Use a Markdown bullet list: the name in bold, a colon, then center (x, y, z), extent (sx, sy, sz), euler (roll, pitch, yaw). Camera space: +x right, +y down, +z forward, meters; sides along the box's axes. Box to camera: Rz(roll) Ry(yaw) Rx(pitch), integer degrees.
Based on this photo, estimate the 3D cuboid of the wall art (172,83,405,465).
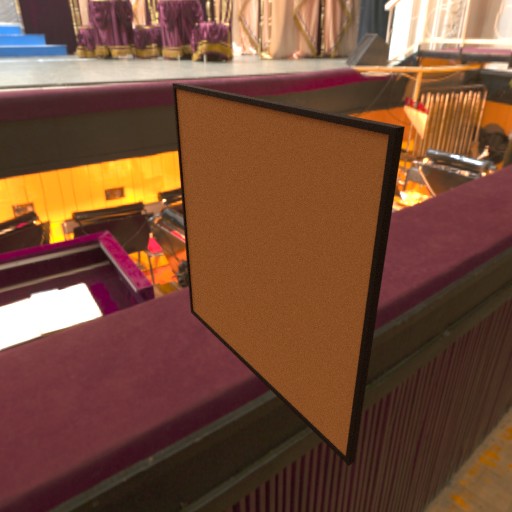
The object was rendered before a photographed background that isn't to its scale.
- **wall art**: center (0.000, 0.000, 0.677), extent (0.013, 0.457, 0.458), euler (-18, 32, -31)
